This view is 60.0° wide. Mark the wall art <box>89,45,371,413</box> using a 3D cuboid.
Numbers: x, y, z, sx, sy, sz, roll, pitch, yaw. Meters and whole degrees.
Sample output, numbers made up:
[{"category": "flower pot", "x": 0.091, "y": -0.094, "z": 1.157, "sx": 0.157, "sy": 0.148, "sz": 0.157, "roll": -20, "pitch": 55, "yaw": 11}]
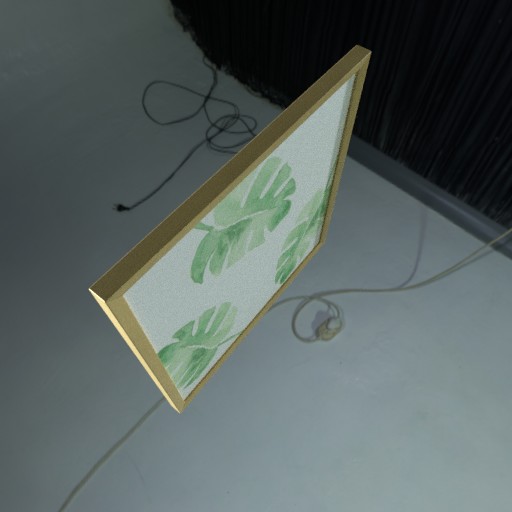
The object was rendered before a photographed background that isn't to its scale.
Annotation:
[{"category": "wall art", "x": 0.000, "y": 0.000, "z": 1.137, "sx": 0.037, "sy": 0.763, "sz": 0.763, "roll": 34, "pitch": 65, "yaw": 19}]
